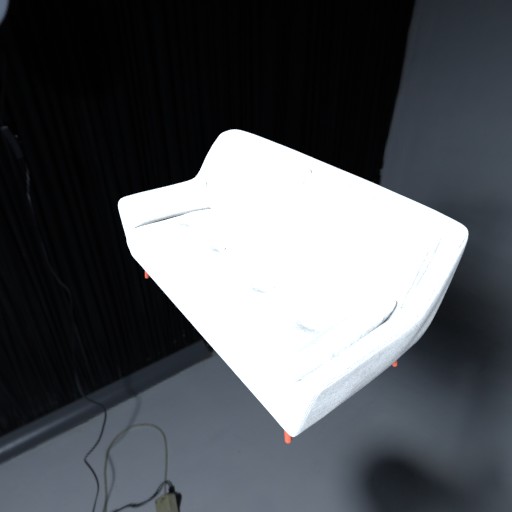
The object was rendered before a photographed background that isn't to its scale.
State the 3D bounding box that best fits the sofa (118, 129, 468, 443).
[{"bbox_3d":[0.000,0.000,2.446,0.976,0.897,1.930,-20,37,-29],"label":"sofa"}]
